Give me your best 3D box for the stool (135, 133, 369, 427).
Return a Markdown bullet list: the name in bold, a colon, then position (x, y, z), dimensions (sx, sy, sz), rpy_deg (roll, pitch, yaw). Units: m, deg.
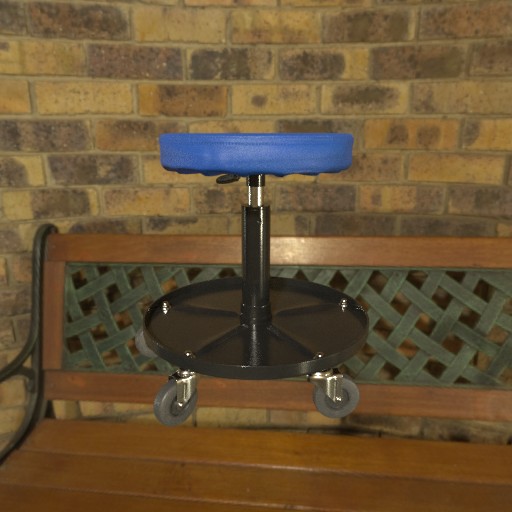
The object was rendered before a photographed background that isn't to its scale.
- **stool**: position (0.000, 0.000, 0.683), dimensions (0.381, 0.365, 0.382), rpy_deg (-7, 17, -24)
